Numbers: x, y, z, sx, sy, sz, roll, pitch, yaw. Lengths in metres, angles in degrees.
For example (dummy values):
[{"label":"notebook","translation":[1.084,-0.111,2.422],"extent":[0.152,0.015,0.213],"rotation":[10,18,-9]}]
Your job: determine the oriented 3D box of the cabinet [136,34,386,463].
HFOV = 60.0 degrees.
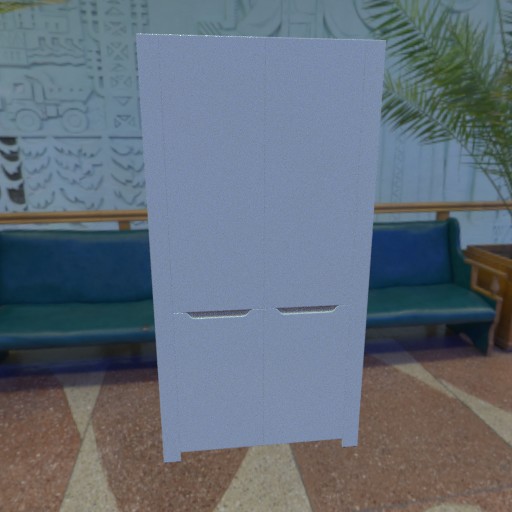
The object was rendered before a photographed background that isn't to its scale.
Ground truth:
[{"label":"cabinet","translation":[0.000,0.000,2.251],"extent":[0.980,1.920,0.580],"rotation":[-2,16,-7]}]
